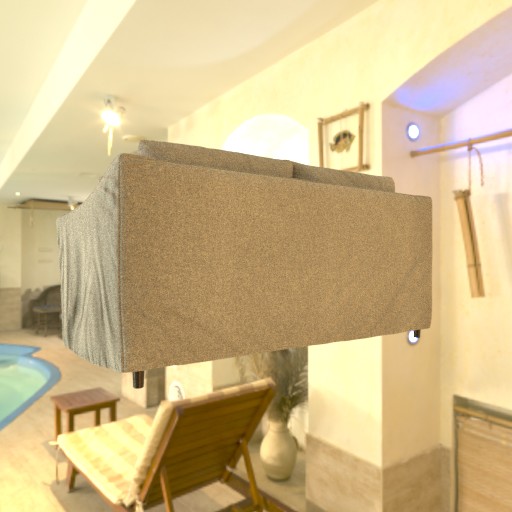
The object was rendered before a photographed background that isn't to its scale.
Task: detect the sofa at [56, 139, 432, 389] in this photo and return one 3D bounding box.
[{"bbox_3d":[0.000,0.000,2.601,2.010,1.018,1.072,0,0,-36],"label":"sofa"}]
